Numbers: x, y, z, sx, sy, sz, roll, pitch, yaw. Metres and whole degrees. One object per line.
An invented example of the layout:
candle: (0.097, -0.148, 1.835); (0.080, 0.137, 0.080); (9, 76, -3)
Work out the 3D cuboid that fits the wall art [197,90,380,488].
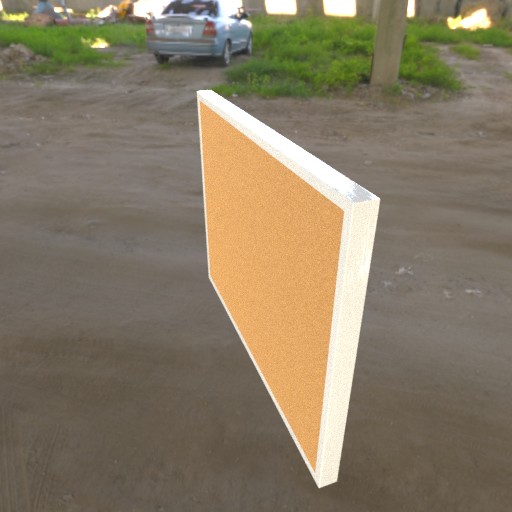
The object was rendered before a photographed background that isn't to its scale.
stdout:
wall art: (0.000, 0.000, 1.355); (0.053, 0.787, 1.041); (-11, 32, -18)
